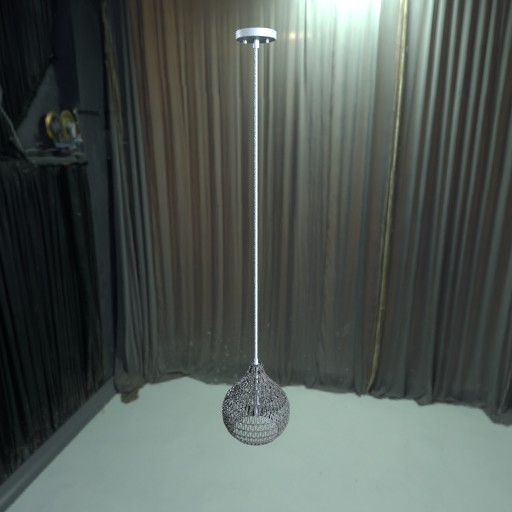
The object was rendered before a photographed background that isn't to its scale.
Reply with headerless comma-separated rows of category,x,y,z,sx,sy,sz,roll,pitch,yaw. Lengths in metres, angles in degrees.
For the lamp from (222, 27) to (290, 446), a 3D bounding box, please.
lamp,0.000,0.000,2.089,0.355,1.919,0.355,2,16,8
